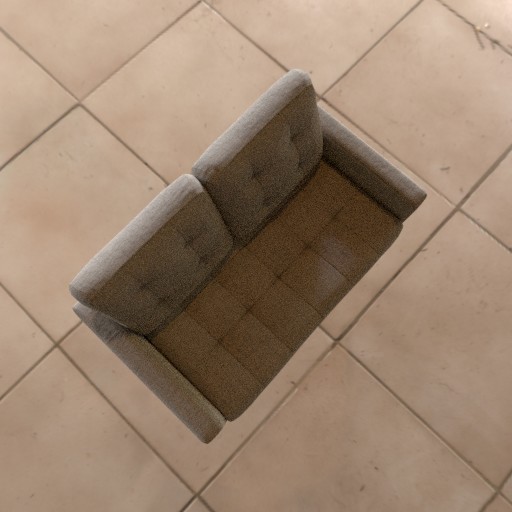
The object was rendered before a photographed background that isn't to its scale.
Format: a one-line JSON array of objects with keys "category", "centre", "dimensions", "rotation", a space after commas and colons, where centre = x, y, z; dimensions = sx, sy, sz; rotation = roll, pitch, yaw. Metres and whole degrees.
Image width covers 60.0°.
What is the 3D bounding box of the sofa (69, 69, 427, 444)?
[{"category": "sofa", "centre": [0.000, 0.000, 1.986], "dimensions": [0.842, 0.907, 1.407], "rotation": [42, 80, 9]}]
